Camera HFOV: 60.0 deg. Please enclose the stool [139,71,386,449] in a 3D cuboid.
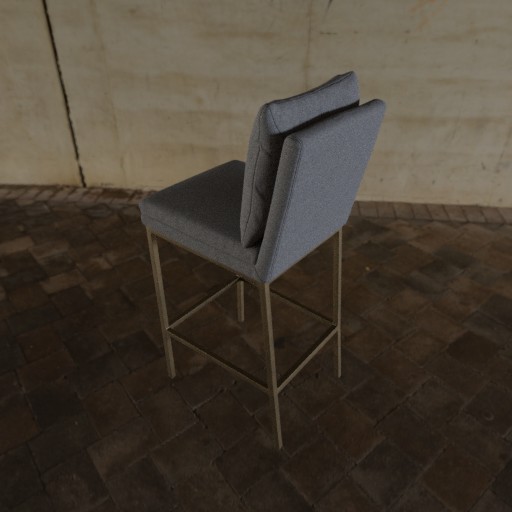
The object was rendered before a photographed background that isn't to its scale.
[{"bbox_3d":[0.000,0.000,1.465,0.569,1.130,0.463,23,39,32],"label":"stool"}]
